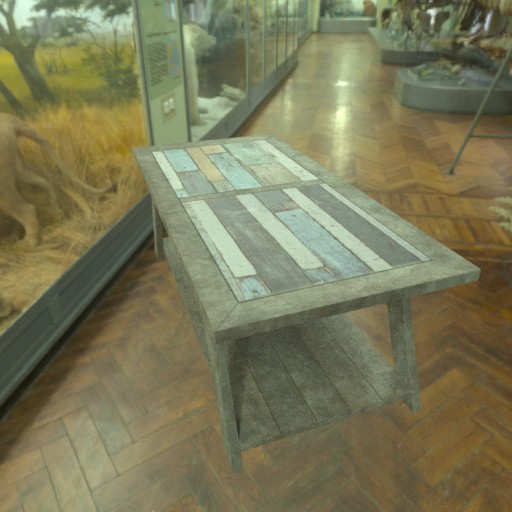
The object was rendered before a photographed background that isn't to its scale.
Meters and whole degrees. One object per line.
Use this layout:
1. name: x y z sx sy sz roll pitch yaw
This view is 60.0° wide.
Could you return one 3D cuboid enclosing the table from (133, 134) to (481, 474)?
1. table: 0.000 0.000 1.498 0.610 0.470 1.219 -10 32 -17
